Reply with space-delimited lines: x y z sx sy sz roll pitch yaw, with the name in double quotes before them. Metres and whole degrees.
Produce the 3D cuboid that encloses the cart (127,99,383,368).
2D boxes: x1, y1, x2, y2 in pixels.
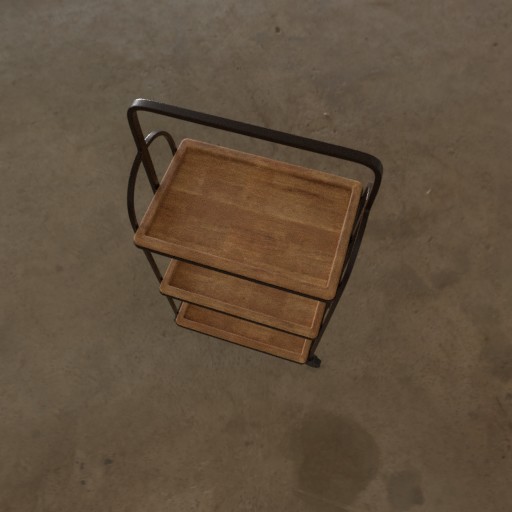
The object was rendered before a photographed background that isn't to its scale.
"cart" 0.000 0.000 1.231 0.553 1.001 0.327 16 65 8
